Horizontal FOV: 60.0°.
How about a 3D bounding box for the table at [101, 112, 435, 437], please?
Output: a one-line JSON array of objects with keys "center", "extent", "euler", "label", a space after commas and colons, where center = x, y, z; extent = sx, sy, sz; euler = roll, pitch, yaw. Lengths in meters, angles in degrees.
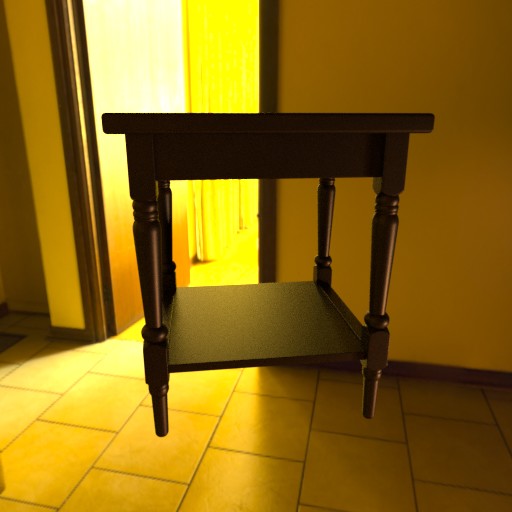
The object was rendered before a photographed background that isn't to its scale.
[{"center": [0.000, 0.000, 0.929], "extent": [0.488, 0.565, 0.442], "euler": [-2, 17, -7], "label": "table"}]
